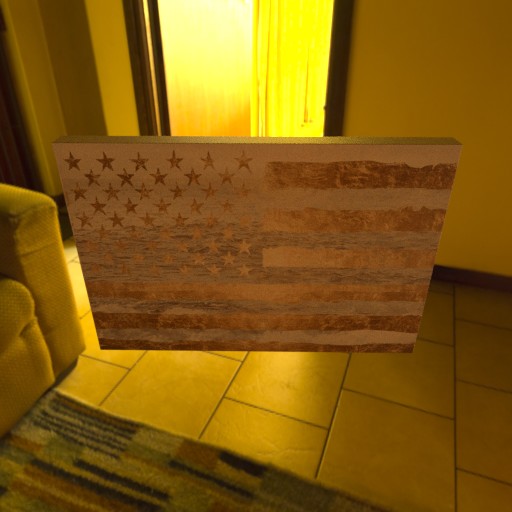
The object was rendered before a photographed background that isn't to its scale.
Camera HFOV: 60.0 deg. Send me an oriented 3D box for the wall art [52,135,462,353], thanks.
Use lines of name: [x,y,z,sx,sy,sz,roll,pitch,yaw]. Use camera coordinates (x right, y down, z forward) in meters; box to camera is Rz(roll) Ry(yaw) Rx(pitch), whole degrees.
wall art: [0.000,0.000,0.773,0.606,0.407,0.041,0,30,1]
